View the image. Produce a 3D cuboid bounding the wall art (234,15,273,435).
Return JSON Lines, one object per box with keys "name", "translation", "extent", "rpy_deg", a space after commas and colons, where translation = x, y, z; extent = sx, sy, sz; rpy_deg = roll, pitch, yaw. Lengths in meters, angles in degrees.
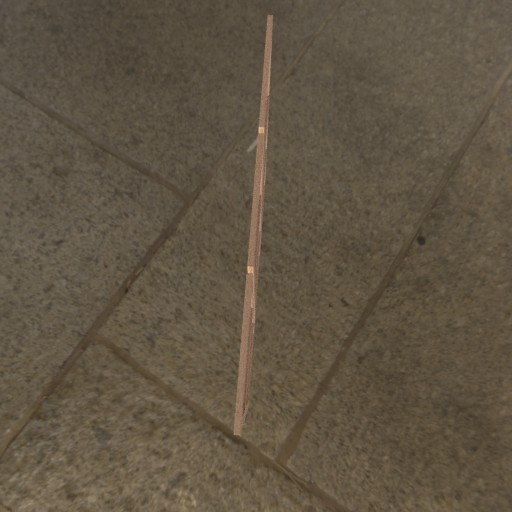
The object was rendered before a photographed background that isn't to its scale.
{"name": "wall art", "translation": [0.000, 0.000, 1.792], "extent": [0.016, 1.207, 1.217], "rpy_deg": [4, 74, 1]}
